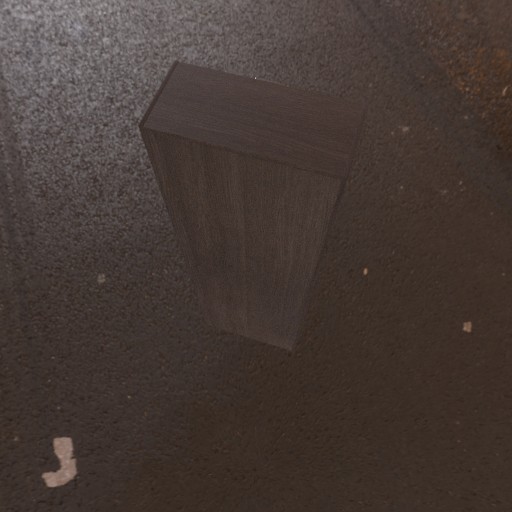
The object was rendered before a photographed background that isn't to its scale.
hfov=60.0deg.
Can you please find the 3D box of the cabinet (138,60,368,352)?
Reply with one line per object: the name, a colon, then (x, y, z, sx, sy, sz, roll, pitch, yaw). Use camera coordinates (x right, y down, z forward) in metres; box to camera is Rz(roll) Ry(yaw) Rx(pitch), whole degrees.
cabinet: (0.000, 0.000, 1.827, 0.520, 1.630, 0.255, 16, 65, 8)
